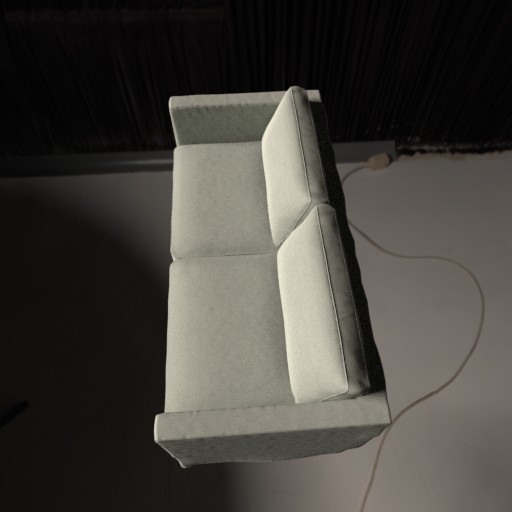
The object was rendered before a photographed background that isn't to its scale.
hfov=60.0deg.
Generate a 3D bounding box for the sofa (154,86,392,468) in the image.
[{"bbox_3d":[0.000,0.000,2.442,0.940,0.870,1.987,-3,59,-2],"label":"sofa"}]
